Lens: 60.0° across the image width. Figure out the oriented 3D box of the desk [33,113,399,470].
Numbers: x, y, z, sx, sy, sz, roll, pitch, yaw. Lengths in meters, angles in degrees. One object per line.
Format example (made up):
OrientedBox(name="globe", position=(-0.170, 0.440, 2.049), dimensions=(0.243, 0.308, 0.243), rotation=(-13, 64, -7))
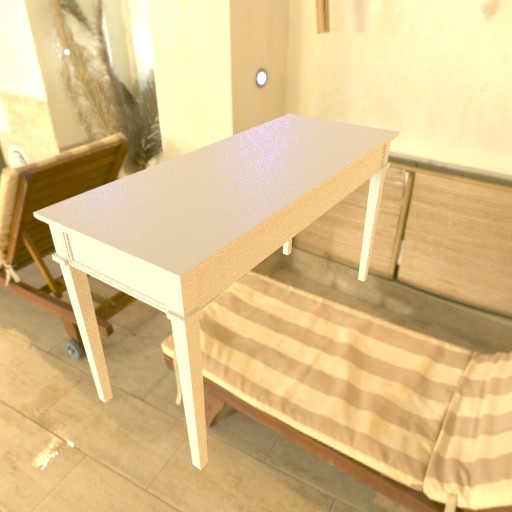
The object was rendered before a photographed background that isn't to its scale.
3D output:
OrientedBox(name="desk", position=(0.000, 0.000, 1.780), dimensions=(0.559, 0.774, 1.372), rotation=(20, 37, 29))
